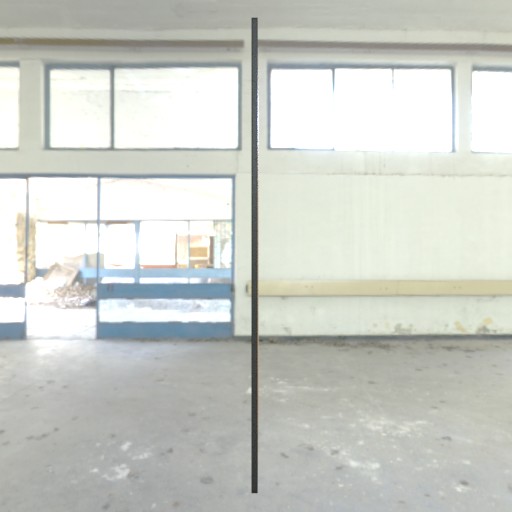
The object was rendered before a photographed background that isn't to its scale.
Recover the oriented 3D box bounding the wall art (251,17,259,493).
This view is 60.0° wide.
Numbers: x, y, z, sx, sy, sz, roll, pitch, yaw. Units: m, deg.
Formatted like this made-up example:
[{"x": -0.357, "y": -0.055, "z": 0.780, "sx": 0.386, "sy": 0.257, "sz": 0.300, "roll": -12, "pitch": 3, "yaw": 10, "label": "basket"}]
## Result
[{"x": 0.000, "y": 0.000, "z": 1.255, "sx": 0.013, "sy": 0.967, "sz": 0.707, "roll": 0, "pitch": -1, "yaw": 0, "label": "wall art"}]
